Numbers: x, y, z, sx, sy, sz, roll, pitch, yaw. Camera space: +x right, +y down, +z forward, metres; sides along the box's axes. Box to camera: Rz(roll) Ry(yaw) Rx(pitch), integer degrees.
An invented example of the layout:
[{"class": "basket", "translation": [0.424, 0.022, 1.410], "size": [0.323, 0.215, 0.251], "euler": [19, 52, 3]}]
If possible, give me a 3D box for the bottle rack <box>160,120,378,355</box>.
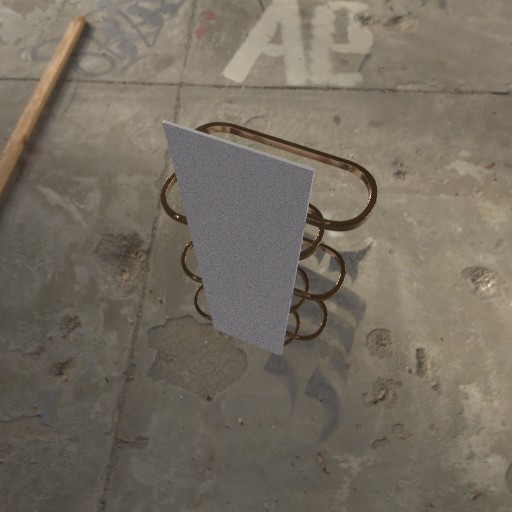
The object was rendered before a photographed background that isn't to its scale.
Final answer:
[{"class": "bottle rack", "translation": [0.000, 0.000, 0.824], "size": [0.332, 0.709, 0.118], "euler": [20, 64, 11]}]
